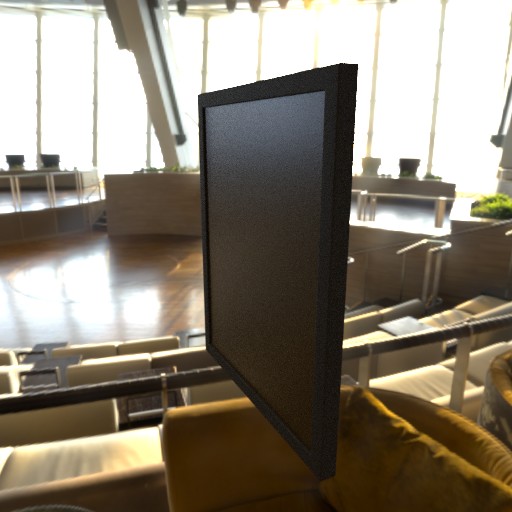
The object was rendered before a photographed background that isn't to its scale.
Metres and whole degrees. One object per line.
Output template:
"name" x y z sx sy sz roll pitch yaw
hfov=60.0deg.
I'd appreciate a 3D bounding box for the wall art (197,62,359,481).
"wall art" 0.000 0.000 0.763 0.028 0.558 0.457 -8 17 -26
